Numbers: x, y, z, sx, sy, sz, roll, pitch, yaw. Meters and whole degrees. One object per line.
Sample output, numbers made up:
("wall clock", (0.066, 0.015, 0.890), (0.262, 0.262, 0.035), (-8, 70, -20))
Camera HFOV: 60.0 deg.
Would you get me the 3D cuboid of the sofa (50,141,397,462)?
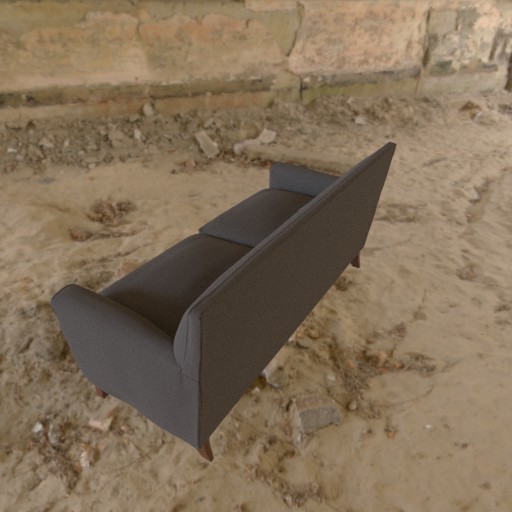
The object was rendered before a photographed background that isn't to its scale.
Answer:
("sofa", (0.000, 0.000, 2.442), (0.843, 0.907, 2.002), (18, 35, 26))
